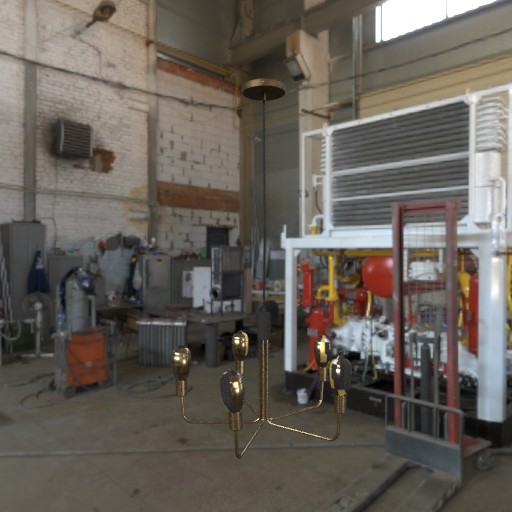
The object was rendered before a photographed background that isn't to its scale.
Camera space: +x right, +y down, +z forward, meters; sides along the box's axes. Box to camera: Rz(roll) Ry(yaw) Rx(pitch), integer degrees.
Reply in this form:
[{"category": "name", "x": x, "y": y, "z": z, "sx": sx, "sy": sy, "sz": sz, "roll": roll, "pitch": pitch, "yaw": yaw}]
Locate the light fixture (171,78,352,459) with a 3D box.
[{"category": "light fixture", "x": 0.000, "y": 0.000, "z": 1.377, "sx": 0.532, "sy": 1.059, "sz": 0.588, "roll": 0, "pitch": 1, "yaw": -1}]
